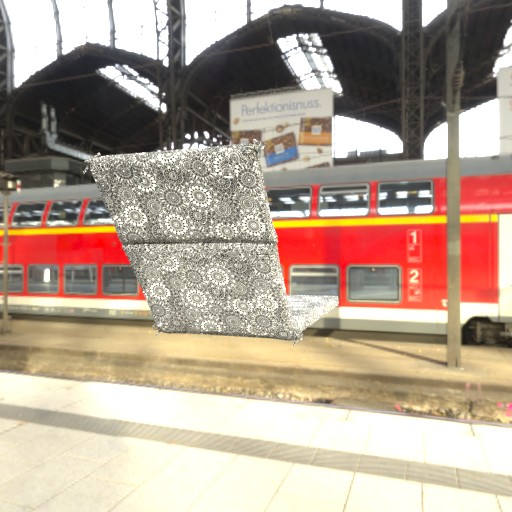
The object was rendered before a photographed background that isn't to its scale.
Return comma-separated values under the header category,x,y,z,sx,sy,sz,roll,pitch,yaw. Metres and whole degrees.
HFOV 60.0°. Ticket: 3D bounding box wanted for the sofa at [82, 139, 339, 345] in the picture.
category,x,y,z,sx,sy,sz,roll,pitch,yaw
sofa,0.000,0.000,1.992,0.582,0.622,1.663,0,0,18
